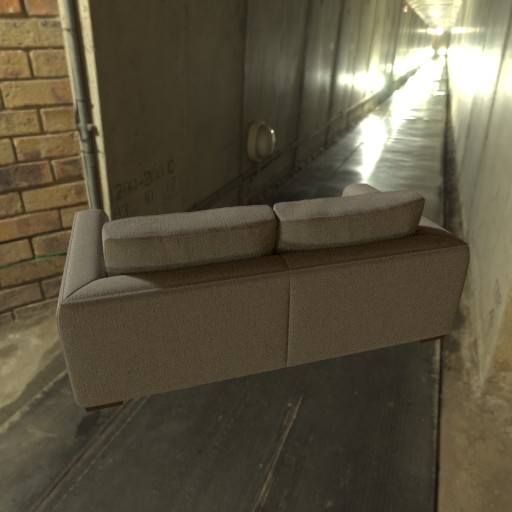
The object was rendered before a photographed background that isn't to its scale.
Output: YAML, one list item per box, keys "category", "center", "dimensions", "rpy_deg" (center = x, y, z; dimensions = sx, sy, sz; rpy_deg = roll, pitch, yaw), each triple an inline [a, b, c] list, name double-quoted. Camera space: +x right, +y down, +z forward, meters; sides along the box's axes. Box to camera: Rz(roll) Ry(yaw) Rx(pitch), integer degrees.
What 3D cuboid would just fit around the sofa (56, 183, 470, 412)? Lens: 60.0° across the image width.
- category: "sofa"
  center: [0.000, 0.000, 2.425]
  dimensions: [1.920, 0.800, 1.069]
  rpy_deg: [-8, 28, -15]
